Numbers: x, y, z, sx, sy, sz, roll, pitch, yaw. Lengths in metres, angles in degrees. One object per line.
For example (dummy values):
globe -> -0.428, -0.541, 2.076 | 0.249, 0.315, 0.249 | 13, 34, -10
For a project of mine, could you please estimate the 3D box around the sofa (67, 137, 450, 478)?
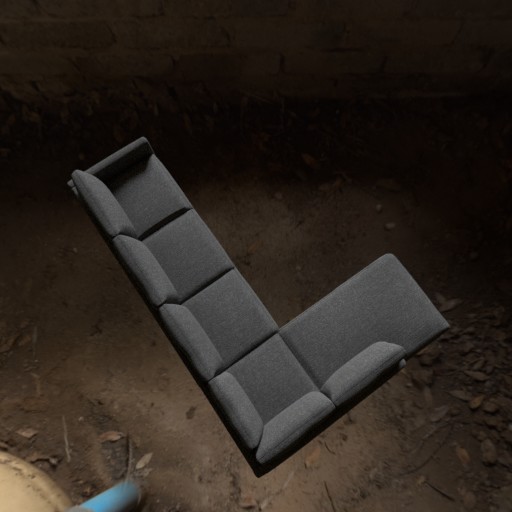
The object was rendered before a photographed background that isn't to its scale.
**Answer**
sofa -> 0.000, 0.000, 3.892 | 2.007, 0.815, 2.949 | -34, 78, -8
